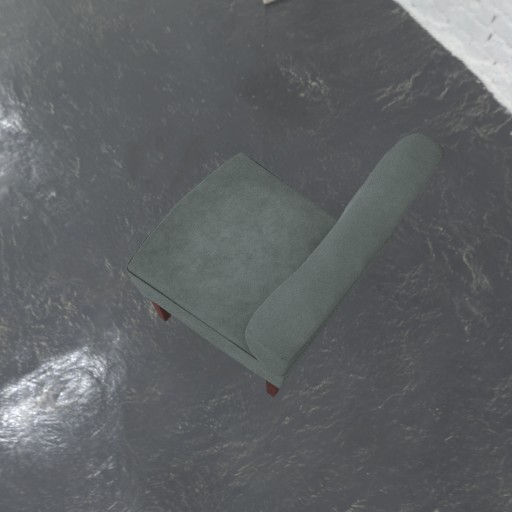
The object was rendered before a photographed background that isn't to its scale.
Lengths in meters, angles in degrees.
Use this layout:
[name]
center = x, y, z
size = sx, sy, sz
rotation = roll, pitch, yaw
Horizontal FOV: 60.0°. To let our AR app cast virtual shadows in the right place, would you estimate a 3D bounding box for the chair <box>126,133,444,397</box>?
[chair]
center = 0.000, 0.000, 1.182
size = 0.554, 0.806, 0.521
rotation = 35, 69, 16
